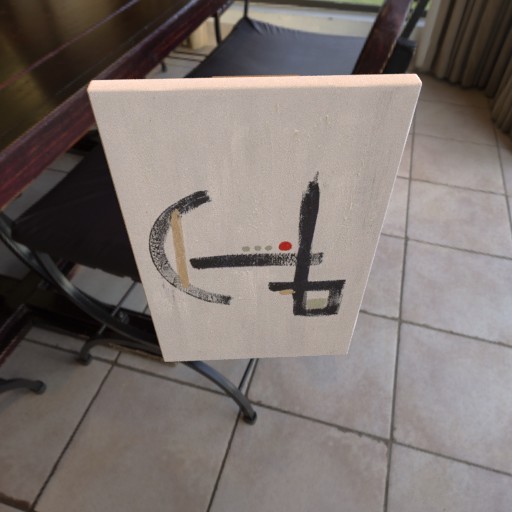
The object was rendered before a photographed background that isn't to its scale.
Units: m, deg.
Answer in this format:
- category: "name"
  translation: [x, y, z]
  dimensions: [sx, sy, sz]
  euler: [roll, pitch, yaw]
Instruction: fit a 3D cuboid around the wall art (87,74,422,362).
- category: "wall art"
  translation: [0.000, 0.000, 1.133]
  dimensions: [0.602, 0.916, 0.048]
  euler: [-2, 46, -2]
